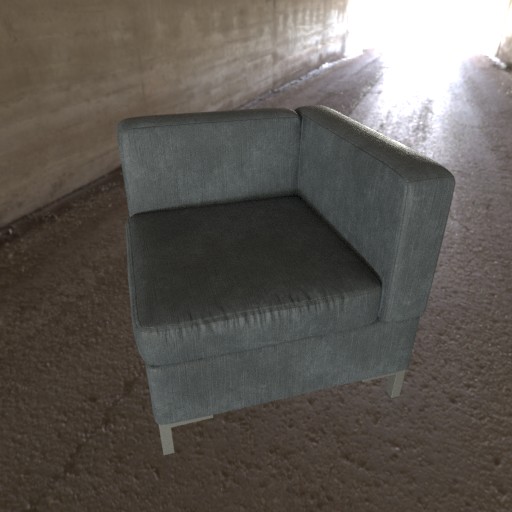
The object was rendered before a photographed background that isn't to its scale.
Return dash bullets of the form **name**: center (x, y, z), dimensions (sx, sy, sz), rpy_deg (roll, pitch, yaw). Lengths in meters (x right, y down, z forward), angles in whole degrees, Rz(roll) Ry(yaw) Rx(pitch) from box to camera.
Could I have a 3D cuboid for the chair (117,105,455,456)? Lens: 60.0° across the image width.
- **chair**: center (0.000, 0.000, 1.220), dimensions (0.680, 0.660, 0.680), rpy_deg (-9, 32, -14)
